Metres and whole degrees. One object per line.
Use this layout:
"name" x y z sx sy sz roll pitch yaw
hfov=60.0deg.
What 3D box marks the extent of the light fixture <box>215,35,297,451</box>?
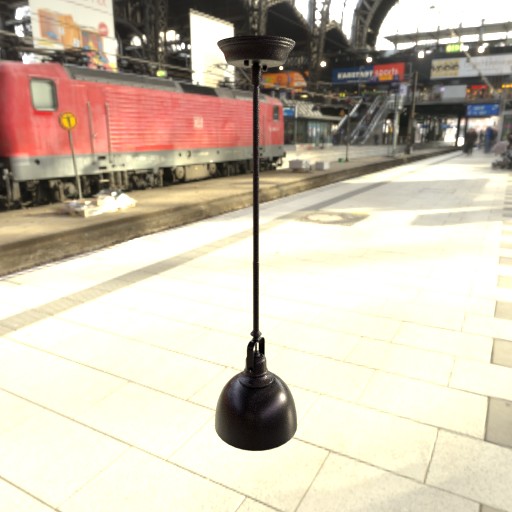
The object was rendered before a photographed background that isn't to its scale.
"light fixture" 0.000 0.000 0.875 0.182 0.768 0.182 8 17 26
